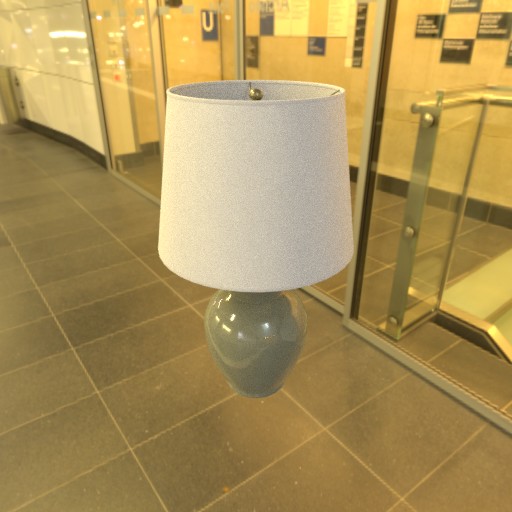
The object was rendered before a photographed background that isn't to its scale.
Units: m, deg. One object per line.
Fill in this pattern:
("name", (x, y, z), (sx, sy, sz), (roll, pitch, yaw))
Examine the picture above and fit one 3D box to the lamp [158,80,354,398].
("lamp", (0.000, 0.000, 0.562), (0.239, 0.399, 0.239), (0, 27, 0))
